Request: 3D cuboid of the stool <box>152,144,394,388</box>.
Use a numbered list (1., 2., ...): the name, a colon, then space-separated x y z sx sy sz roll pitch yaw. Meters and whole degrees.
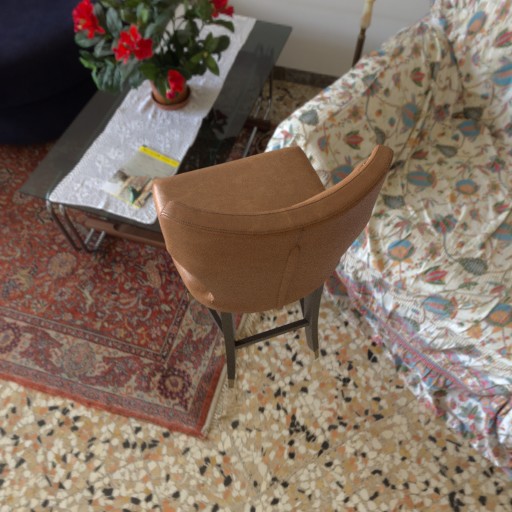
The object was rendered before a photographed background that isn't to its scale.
1. stool: 0.000 0.000 1.429 0.526 1.092 0.563 -17 60 -10
